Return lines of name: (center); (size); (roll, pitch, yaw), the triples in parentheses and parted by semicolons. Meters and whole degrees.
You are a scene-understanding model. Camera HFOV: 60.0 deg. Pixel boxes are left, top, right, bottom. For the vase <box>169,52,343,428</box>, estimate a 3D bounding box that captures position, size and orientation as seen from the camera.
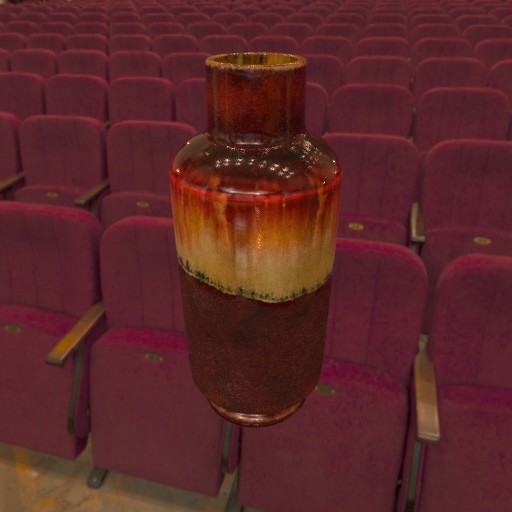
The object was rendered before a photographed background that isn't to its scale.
vase: (0.000, 0.000, 0.318); (0.111, 0.261, 0.111); (0, 31, 0)
